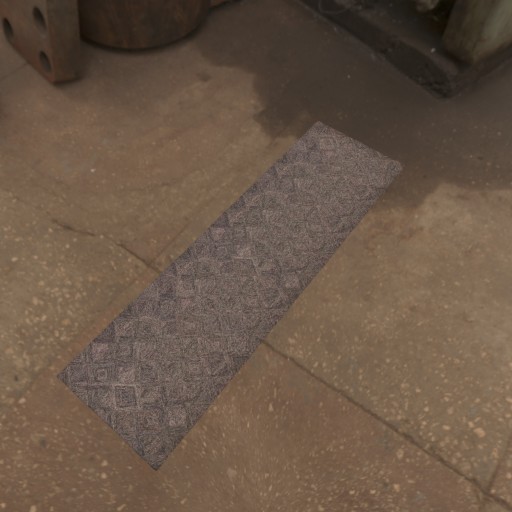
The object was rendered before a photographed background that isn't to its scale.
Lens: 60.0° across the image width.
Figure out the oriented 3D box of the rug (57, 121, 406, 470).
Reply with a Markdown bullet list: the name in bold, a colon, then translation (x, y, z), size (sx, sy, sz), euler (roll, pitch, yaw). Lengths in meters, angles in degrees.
- **rug**: translation (0.000, 0.000, 2.531), size (0.691, 0.011, 2.296), euler (34, 64, 19)
